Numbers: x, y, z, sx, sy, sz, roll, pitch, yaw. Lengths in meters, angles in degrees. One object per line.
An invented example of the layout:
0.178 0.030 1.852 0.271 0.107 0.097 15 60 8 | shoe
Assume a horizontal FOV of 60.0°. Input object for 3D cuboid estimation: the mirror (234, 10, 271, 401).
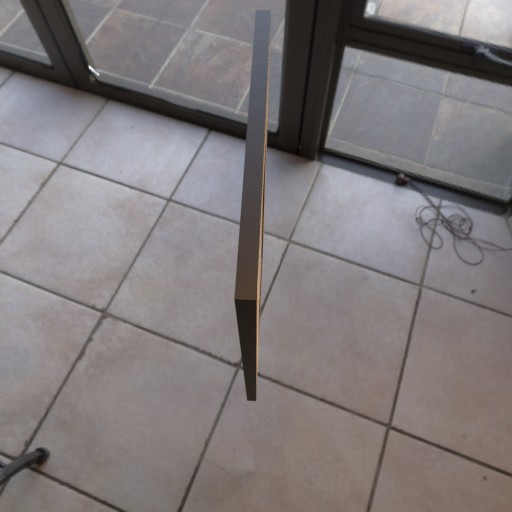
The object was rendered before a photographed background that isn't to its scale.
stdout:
0.000 0.000 1.479 0.038 1.219 0.762 3 64 1 | mirror
